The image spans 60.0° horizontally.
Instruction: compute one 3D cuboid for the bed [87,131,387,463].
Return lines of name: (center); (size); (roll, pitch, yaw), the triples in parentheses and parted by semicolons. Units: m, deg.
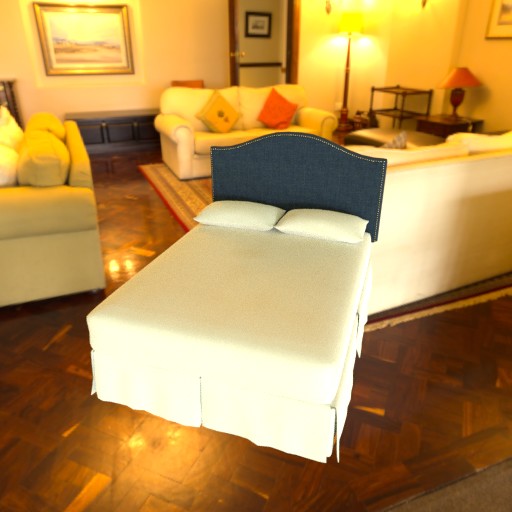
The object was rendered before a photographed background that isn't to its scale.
bed: (0.000, 0.000, 3.382); (1.713, 1.518, 2.153); (8, 27, 17)
